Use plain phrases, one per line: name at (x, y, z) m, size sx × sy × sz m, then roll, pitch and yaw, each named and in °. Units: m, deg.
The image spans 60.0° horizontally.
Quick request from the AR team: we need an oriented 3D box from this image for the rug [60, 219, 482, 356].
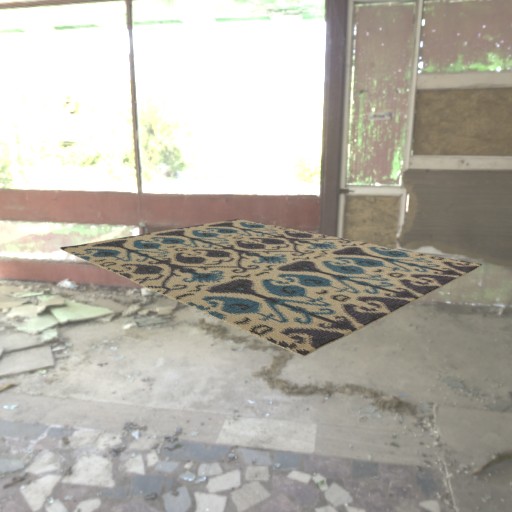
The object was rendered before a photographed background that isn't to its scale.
rug at (0.000, 0.000, 4.199) m, size 2.443 × 0.024 × 3.228 m, roll -14°, pitch 20°, yaw -42°
